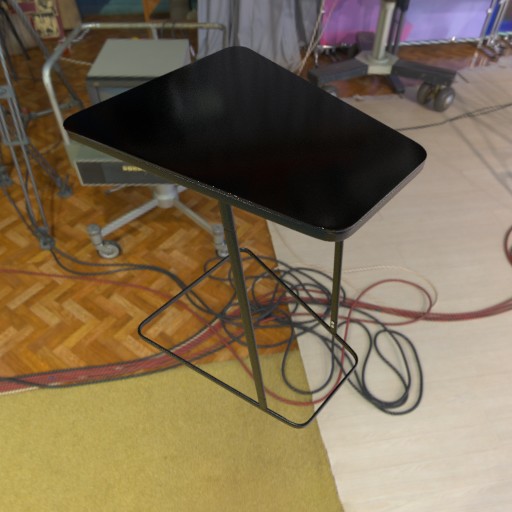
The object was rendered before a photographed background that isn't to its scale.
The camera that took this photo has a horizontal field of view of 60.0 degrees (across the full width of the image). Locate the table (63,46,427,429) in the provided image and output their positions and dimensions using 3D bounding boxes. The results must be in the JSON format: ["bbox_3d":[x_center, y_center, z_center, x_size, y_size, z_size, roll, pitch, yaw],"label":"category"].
[{"bbox_3d":[0.000,0.000,0.945,0.500,0.624,0.427,33,55,27],"label":"table"}]
